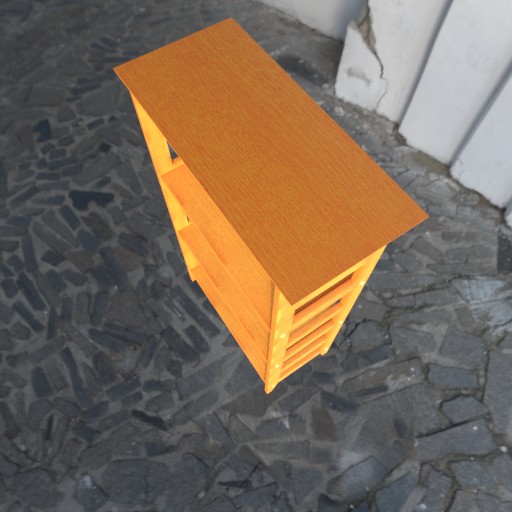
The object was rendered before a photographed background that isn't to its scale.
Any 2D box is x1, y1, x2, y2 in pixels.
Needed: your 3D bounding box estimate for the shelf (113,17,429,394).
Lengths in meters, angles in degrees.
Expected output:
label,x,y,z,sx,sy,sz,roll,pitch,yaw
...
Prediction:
label,x,y,z,sx,sy,sz,roll,pitch,yaw
shelf,0.000,0.000,1.355,0.305,1.067,0.660,-31,67,-15
